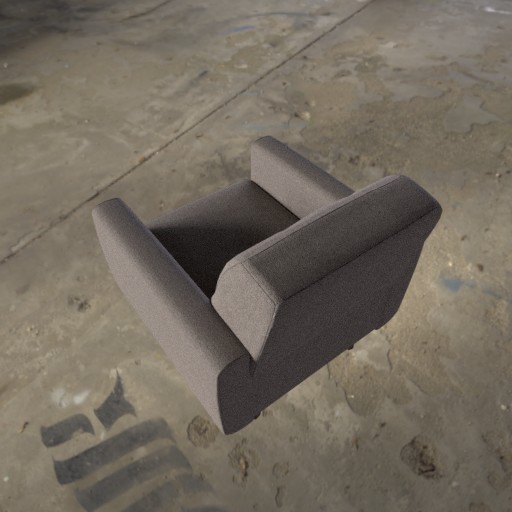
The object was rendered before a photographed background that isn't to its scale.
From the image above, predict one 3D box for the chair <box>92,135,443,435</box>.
[{"bbox_3d":[0.000,0.000,1.577,0.831,0.839,0.907,-28,53,-24],"label":"chair"}]
